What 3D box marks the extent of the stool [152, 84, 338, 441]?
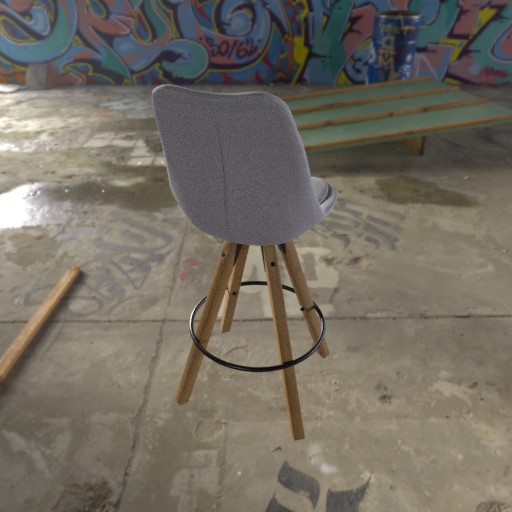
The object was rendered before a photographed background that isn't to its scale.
[{"bbox_3d":[0.000,0.000,1.398,0.484,1.115,0.550,11,34,16],"label":"stool"}]
